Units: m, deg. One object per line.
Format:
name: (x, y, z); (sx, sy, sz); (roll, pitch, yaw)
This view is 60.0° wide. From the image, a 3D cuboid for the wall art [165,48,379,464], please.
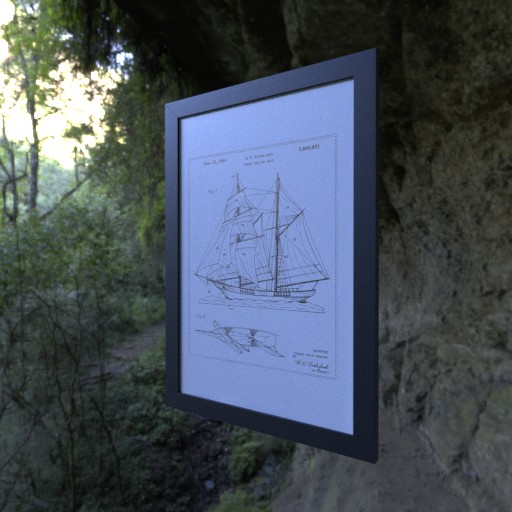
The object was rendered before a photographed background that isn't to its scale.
wall art: (0.000, 0.000, 0.680); (0.381, 0.534, 0.013); (0, 1, 35)
